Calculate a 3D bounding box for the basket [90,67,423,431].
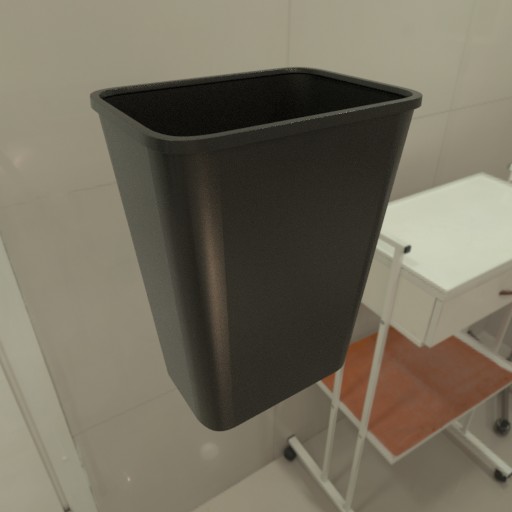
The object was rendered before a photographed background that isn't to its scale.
[{"bbox_3d":[0.000,0.000,0.737,0.394,0.521,0.287,-19,37,-28],"label":"basket"}]
